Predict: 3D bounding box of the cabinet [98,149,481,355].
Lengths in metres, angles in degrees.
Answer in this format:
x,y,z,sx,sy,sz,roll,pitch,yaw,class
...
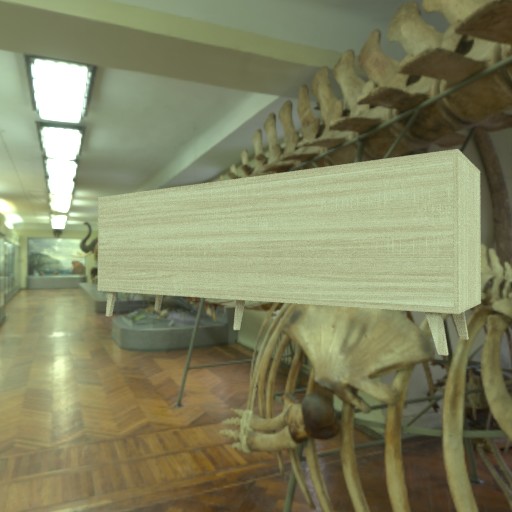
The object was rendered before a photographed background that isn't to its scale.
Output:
x,y,z,sx,sy,sz,roll,pitch,yaw,class
0.000,0.000,2.488,2.200,0.780,0.500,0,-1,35,cabinet
